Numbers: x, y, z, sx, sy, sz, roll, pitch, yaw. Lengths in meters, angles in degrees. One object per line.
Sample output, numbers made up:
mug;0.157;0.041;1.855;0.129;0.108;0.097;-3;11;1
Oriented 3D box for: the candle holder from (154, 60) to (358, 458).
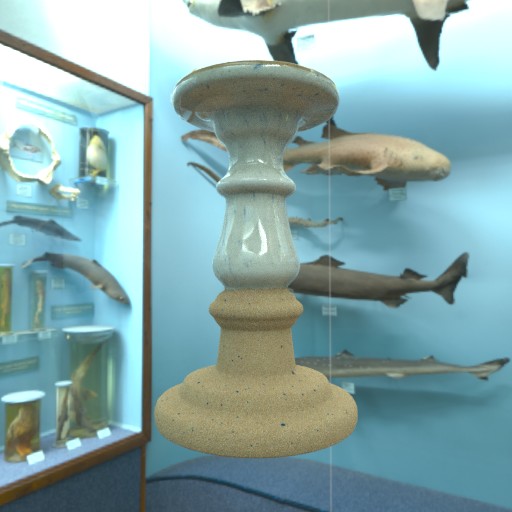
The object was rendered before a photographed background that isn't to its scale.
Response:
candle holder;0.000;0.000;0.277;0.123;0.202;0.123;0;-2;0
